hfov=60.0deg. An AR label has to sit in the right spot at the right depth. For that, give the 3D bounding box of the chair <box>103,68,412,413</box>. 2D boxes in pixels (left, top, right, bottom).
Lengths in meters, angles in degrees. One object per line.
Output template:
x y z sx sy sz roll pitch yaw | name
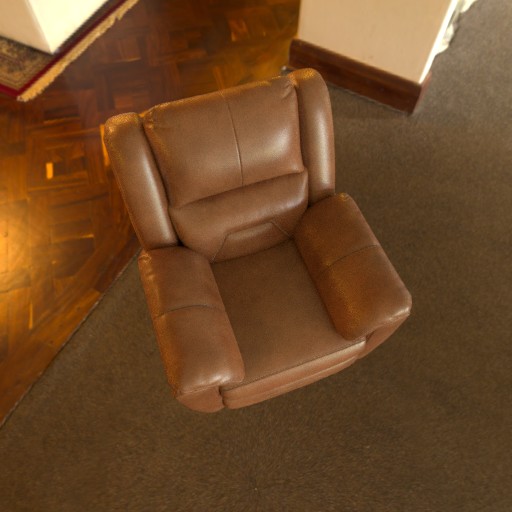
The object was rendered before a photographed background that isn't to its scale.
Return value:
0.000 0.000 1.916 0.990 1.093 1.041 -18 64 -9 | chair
